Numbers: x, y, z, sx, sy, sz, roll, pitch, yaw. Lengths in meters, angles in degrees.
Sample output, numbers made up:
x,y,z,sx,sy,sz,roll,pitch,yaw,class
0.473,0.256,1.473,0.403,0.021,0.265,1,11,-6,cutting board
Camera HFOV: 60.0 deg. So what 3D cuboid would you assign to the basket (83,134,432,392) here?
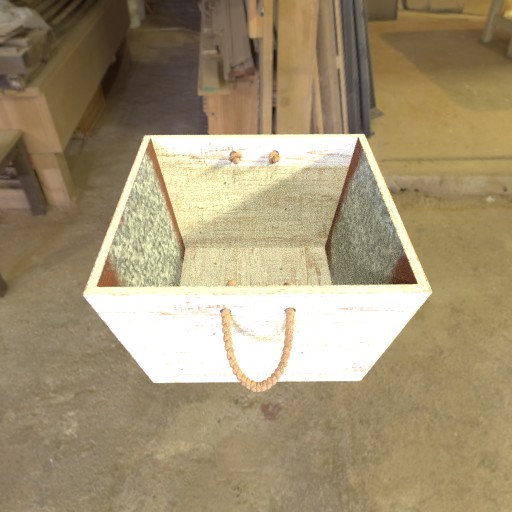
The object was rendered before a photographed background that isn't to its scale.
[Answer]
x,y,z,sx,sy,sz,roll,pitch,yaw,class
0.000,0.000,0.759,0.413,0.247,0.545,0,41,-1,basket
